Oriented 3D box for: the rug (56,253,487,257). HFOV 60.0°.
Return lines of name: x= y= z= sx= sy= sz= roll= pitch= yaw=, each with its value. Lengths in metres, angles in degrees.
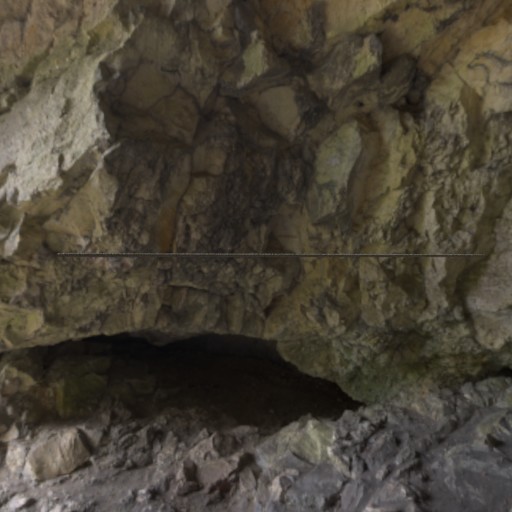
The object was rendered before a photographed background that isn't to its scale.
rug: x=0.000 y=0.000 z=2.961 sx=2.270 sy=0.017 sz=1.606 roll=0 pitch=0 yaw=-18
